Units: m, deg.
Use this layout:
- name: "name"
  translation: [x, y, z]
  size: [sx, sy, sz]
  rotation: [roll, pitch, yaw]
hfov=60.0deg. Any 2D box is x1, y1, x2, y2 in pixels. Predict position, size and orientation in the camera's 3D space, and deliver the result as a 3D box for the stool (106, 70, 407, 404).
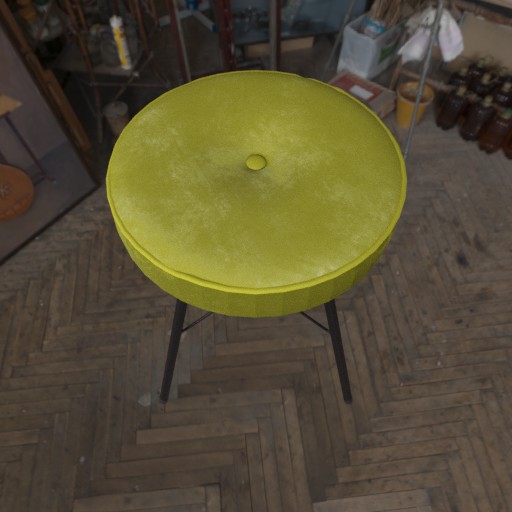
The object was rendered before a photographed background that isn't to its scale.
- name: "stool"
  translation: [0.000, 0.000, 0.808]
  size: [0.409, 0.508, 0.409]
  rotation: [0, 57, 0]
